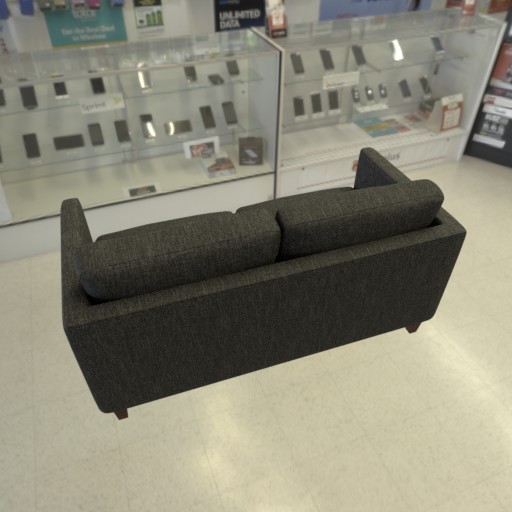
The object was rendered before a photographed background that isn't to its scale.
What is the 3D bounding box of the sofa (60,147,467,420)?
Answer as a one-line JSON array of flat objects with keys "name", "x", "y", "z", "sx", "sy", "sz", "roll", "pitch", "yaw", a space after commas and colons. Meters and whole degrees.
[{"name": "sofa", "x": 0.000, "y": 0.000, "z": 2.409, "sx": 1.884, "sy": 0.963, "sz": 0.950, "roll": -13, "pitch": 43, "yaw": -14}]
